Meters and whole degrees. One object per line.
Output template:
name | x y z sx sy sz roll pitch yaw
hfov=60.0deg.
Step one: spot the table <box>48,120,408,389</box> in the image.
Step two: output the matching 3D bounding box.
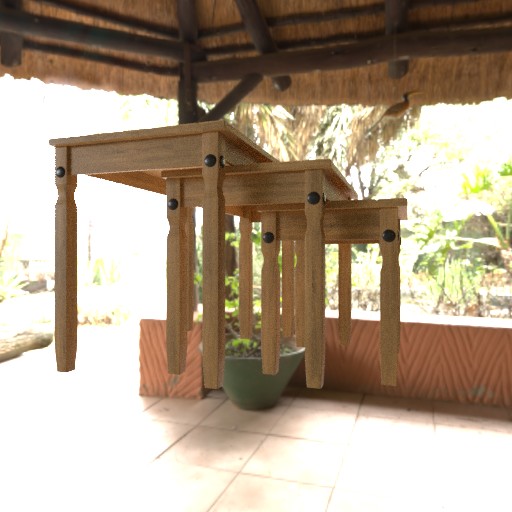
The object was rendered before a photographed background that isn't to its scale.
table | 0.000 0.000 1.195 0.773 0.535 0.660 0 0 19
